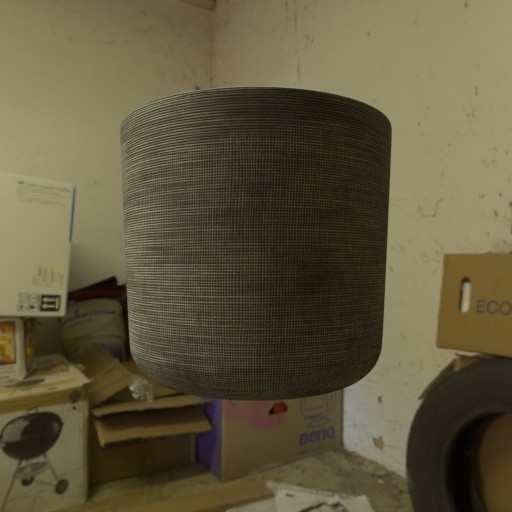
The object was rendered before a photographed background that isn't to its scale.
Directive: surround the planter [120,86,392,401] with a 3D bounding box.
[{"bbox_3d":[0.000,0.000,0.746,0.440,0.398,0.440,0,-1,0],"label":"planter"}]
